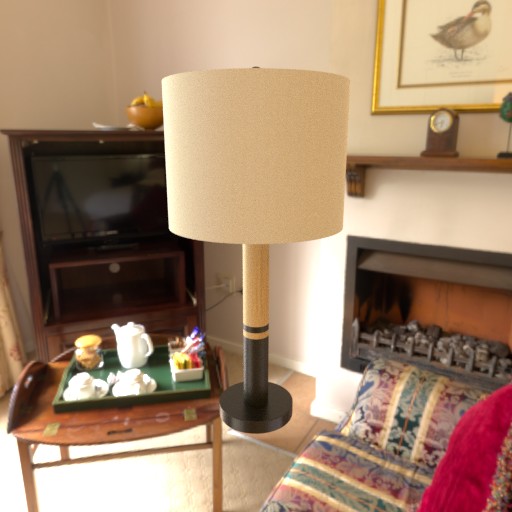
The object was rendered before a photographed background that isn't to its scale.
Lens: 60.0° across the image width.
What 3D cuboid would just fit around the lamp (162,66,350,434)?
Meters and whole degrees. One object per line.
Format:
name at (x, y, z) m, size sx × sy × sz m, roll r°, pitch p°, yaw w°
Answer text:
lamp at (0.000, 0.000, 0.805) m, size 0.305 × 0.640 × 0.305 m, roll -2°, pitch 15°, yaw -8°
